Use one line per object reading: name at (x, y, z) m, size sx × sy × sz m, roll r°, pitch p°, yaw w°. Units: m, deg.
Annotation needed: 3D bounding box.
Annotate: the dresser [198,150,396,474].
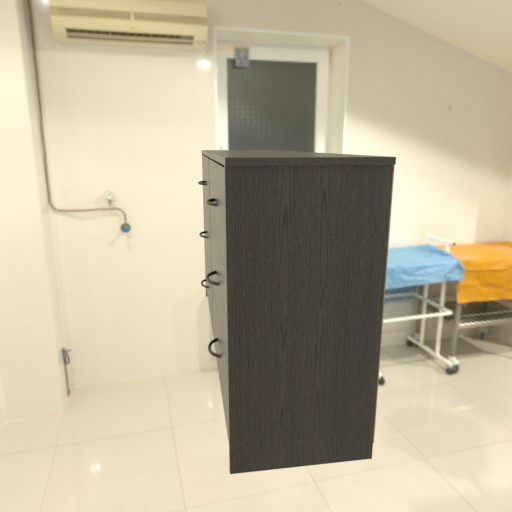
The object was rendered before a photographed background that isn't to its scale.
dresser at (0.000, 0.000, 1.656) m, size 0.401 × 0.755 × 1.360 m, roll -2°, pitch 14°, yaw -8°
